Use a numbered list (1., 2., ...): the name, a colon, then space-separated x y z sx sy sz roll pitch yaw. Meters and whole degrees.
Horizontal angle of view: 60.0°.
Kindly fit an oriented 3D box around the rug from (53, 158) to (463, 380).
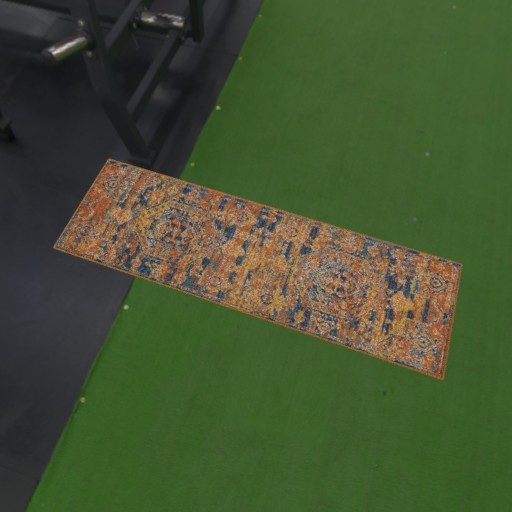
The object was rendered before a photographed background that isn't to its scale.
1. rug: 0.000 0.000 2.054 1.820 0.013 0.556 18 65 8
